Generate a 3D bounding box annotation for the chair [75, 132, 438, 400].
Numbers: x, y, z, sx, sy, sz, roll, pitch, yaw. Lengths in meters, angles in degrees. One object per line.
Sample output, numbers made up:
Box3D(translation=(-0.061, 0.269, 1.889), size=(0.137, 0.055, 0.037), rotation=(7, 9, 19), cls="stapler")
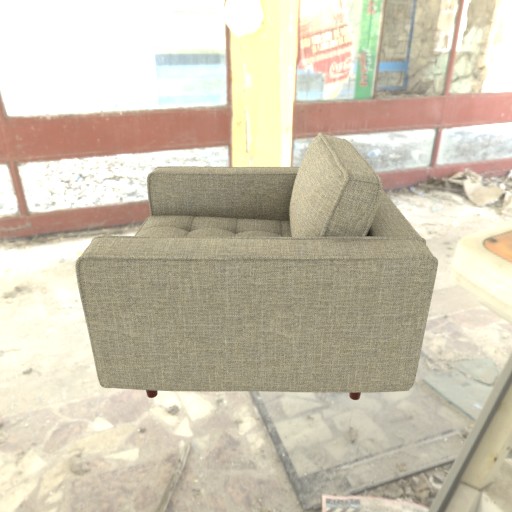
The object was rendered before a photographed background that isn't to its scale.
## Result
Box3D(translation=(0.000, 0.000, 1.551), size=(0.914, 0.765, 0.889), rotation=(0, 26, 1), cls="chair")
